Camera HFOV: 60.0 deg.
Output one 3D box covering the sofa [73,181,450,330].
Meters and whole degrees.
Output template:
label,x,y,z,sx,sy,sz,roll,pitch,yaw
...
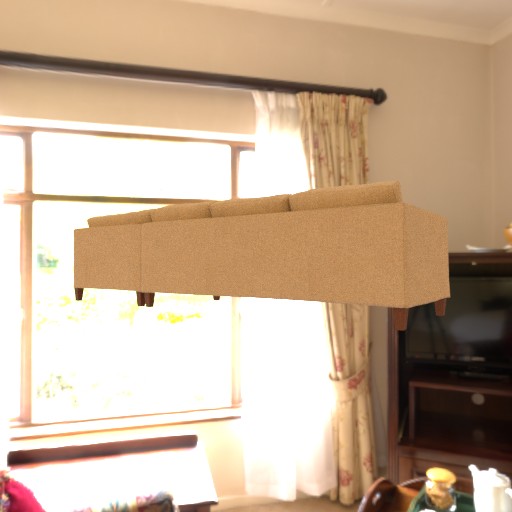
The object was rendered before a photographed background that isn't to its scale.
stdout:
label,x,y,z,sx,sy,sz,roll,pitch,yaw
sofa,0.000,0.000,3.928,3.186,0.846,1.625,-1,-1,37
